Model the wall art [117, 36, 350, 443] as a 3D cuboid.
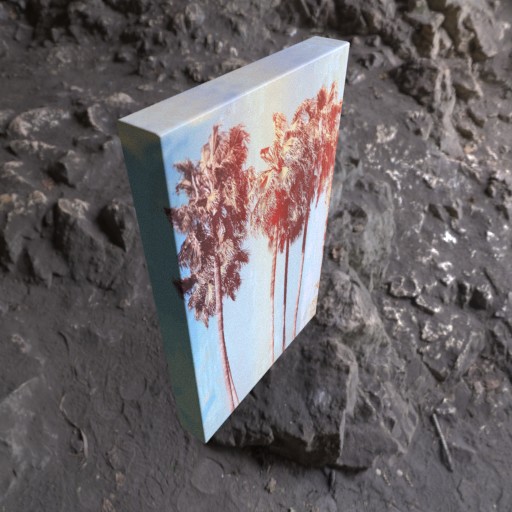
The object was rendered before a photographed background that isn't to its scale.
[{"bbox_3d":[0.000,0.000,0.474,0.039,0.380,0.251,25,46,27],"label":"wall art"}]
